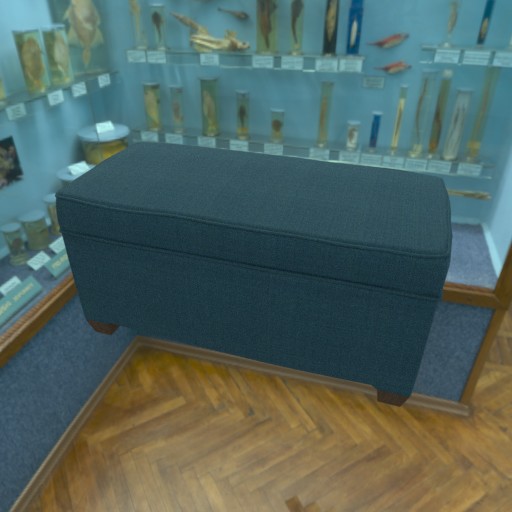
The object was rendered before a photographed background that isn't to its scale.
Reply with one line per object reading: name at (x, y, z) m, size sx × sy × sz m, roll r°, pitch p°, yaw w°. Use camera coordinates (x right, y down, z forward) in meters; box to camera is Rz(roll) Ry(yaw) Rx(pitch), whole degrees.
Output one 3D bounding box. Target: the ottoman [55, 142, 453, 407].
ottoman at (0.000, 0.000, 1.253) m, size 0.943 × 0.474 × 0.474 m, roll 10°, pitch 34°, yaw 15°
